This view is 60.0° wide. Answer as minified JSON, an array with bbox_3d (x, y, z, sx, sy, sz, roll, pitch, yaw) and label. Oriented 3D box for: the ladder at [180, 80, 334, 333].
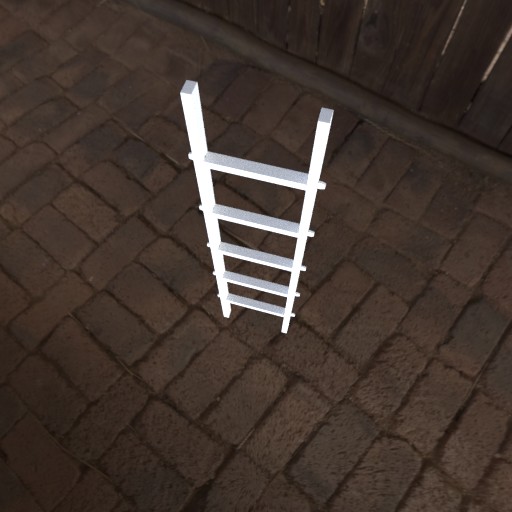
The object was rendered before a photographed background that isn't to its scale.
[{"bbox_3d":[0.000,0.000,1.960,0.452,1.797,0.051,14,64,7],"label":"ladder"}]
